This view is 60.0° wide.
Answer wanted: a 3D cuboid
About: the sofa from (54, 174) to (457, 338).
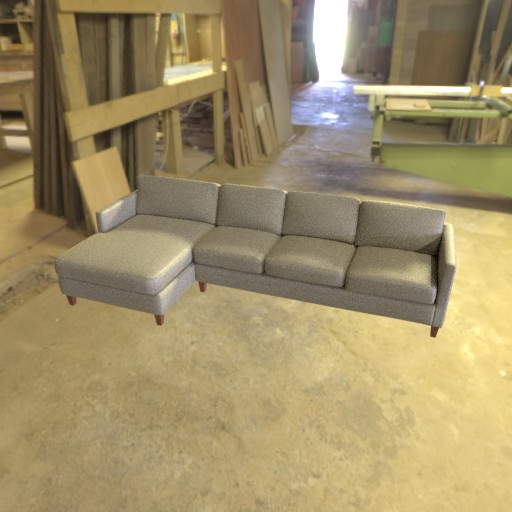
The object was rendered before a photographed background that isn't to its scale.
[{"bbox_3d":[0.000,0.000,3.887,3.201,0.876,1.502,9,28,17],"label":"sofa"}]
